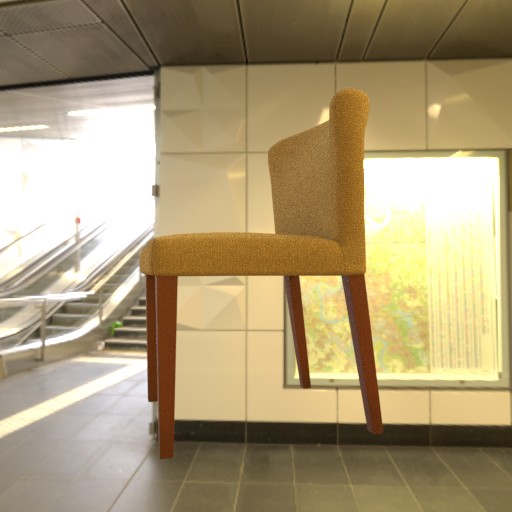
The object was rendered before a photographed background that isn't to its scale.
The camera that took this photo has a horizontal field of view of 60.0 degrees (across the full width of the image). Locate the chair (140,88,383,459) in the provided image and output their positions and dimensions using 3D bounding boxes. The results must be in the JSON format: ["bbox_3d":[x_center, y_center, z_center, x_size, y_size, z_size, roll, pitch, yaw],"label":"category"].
[{"bbox_3d":[0.000,0.000,1.191,0.589,0.839,0.491,1,-2,-17],"label":"chair"}]
